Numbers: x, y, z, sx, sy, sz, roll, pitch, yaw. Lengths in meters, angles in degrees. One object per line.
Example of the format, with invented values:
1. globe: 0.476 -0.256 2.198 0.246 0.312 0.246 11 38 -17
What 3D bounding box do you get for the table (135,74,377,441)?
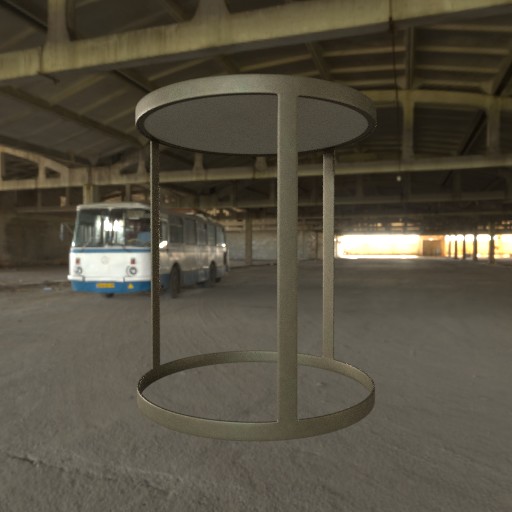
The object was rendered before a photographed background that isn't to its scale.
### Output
1. table: 0.000 0.000 0.920 0.480 0.565 0.480 0 1 0
